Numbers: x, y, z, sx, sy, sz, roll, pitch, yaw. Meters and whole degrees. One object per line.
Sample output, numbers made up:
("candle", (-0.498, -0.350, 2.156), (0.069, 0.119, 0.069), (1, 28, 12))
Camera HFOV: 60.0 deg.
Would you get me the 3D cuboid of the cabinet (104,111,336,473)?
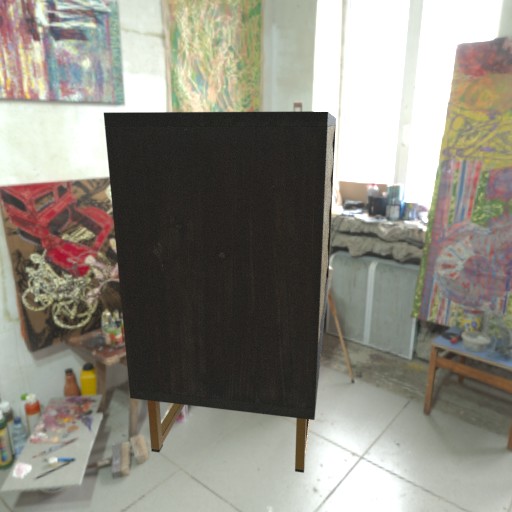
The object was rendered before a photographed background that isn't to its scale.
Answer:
("cabinet", (0.000, 0.000, 1.428), (0.451, 0.860, 0.950), (3, 17, 10))
